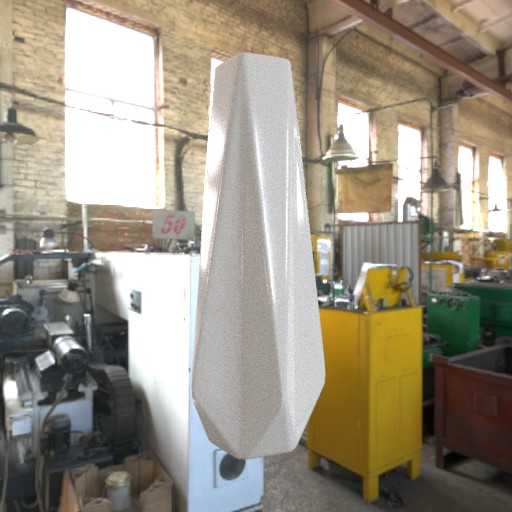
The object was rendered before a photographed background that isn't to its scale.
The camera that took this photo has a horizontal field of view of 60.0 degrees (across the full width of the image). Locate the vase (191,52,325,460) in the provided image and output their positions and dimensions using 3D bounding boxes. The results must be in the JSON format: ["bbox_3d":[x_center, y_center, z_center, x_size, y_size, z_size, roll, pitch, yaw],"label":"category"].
[{"bbox_3d":[0.000,0.000,0.398,0.122,0.329,0.116,0,1,15],"label":"vase"}]
